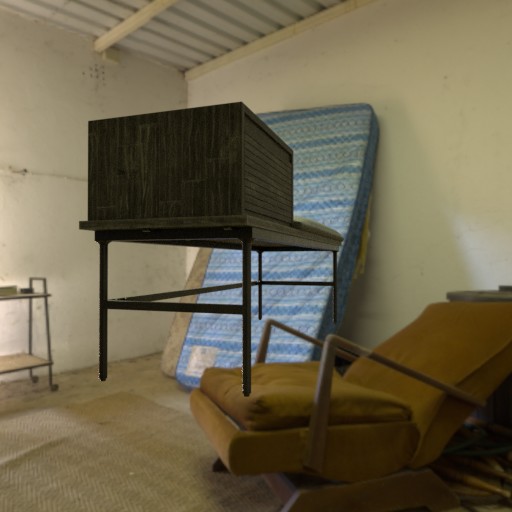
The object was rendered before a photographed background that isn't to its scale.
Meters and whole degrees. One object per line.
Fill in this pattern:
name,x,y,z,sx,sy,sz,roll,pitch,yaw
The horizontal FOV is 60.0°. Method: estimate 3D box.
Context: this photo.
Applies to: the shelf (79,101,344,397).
shelf,0.000,0.000,1.619,0.457,0.633,1.342,0,-1,19
